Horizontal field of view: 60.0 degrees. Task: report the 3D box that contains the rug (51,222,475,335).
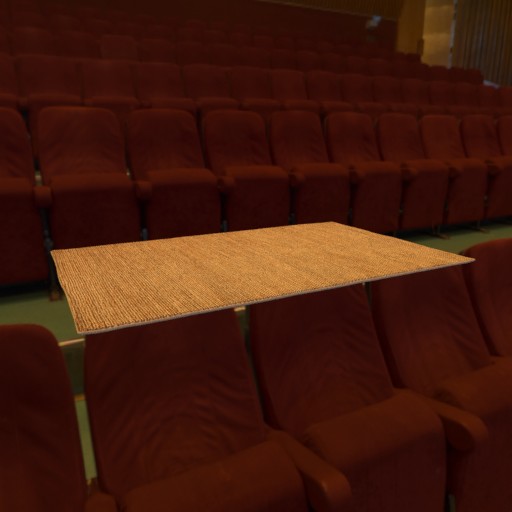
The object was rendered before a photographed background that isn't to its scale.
[{"bbox_3d":[0.000,0.000,2.987,2.438,0.034,1.521,-8,17,-27],"label":"rug"}]
